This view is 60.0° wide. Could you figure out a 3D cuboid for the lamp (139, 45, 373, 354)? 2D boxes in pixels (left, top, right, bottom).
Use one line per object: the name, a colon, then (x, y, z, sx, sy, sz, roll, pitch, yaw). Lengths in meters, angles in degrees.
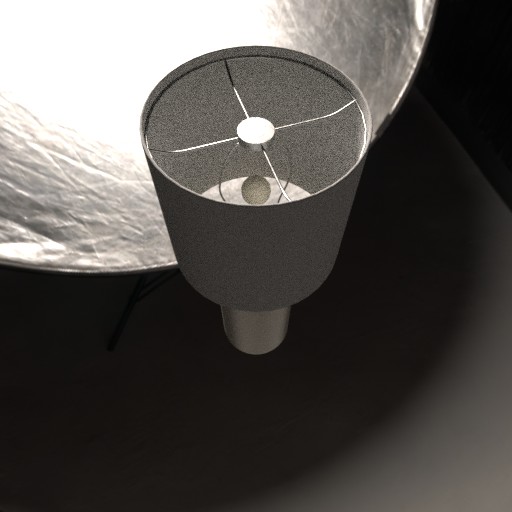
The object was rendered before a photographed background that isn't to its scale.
lamp: (0.000, 0.000, 0.614, 0.212, 0.493, 0.212, -16, 60, -10)
